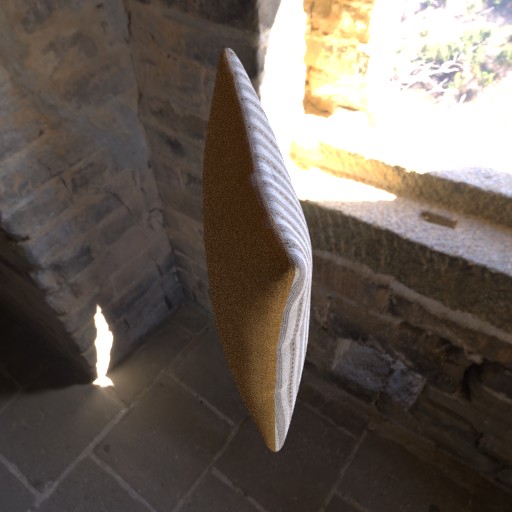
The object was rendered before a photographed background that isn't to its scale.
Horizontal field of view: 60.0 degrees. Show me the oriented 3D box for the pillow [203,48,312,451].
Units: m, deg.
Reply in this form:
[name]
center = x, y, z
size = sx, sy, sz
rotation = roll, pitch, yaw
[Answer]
[pillow]
center = 0.000, 0.000, 0.654
size = 0.147, 0.437, 0.432
rotation = -8, 47, -7
